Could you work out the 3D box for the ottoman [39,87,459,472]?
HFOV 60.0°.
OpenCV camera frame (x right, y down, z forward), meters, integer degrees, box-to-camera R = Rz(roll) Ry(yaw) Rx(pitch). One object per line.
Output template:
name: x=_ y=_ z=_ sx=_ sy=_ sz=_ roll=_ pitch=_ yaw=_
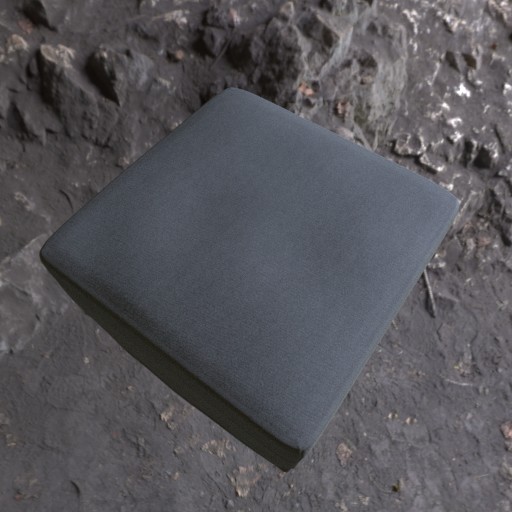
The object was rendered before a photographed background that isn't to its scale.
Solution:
ottoman: x=0.000 y=0.000 z=1.315 sx=0.843 sy=0.441 sz=0.842 roll=32 pitch=64 yaw=18
